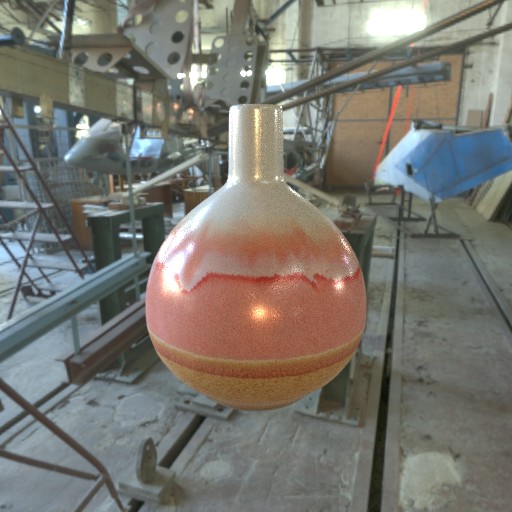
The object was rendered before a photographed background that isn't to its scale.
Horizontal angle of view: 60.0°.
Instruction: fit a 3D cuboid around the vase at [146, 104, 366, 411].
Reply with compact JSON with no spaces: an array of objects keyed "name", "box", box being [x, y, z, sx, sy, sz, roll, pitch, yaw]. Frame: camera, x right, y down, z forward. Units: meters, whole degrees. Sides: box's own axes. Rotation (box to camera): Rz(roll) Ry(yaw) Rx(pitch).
[{"name":"vase","box":[0.000,0.000,0.274,0.137,0.176,0.137,0,14,0]}]
